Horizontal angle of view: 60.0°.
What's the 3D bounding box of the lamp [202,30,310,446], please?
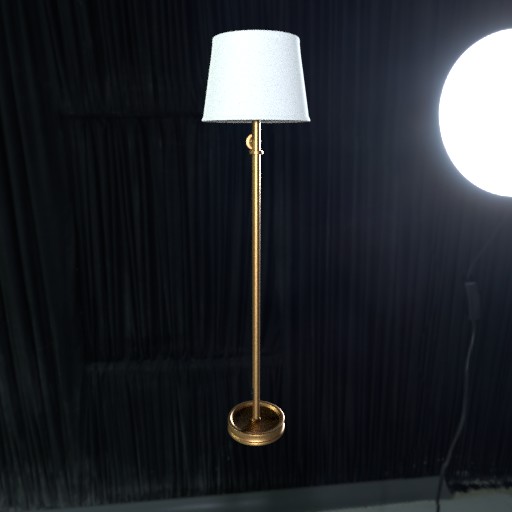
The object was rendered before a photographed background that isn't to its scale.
[{"bbox_3d":[0.000,0.000,0.796,0.178,0.710,0.178,0,15,0],"label":"lamp"}]
